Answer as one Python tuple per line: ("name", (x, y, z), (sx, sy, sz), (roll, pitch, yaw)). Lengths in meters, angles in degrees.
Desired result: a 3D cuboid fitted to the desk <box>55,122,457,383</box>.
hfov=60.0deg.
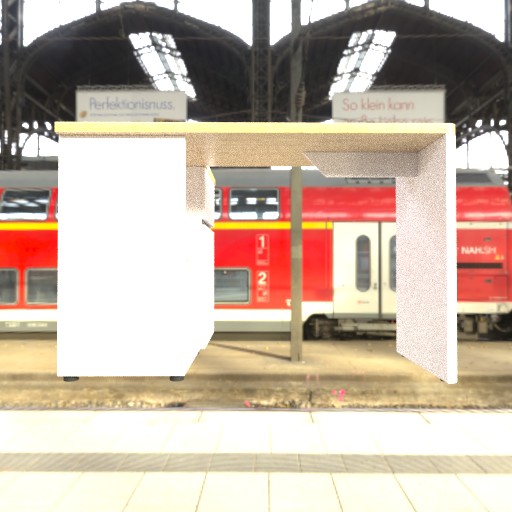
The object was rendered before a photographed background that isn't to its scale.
("desk", (0.000, 0.000, 1.727), (1.170, 0.760, 0.900), (0, -1, -1))
